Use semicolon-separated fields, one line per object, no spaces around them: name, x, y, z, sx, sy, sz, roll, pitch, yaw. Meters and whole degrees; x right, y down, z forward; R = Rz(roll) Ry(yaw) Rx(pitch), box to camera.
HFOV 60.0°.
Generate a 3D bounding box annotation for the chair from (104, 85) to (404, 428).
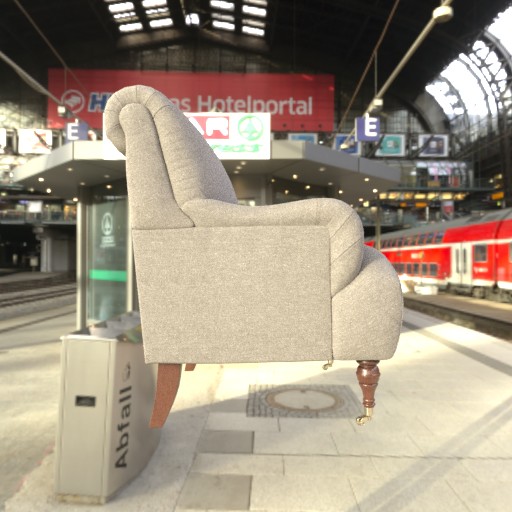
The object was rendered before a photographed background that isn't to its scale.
chair;0.000;0.000;1.538;0.843;0.942;0.766;0;0;0
